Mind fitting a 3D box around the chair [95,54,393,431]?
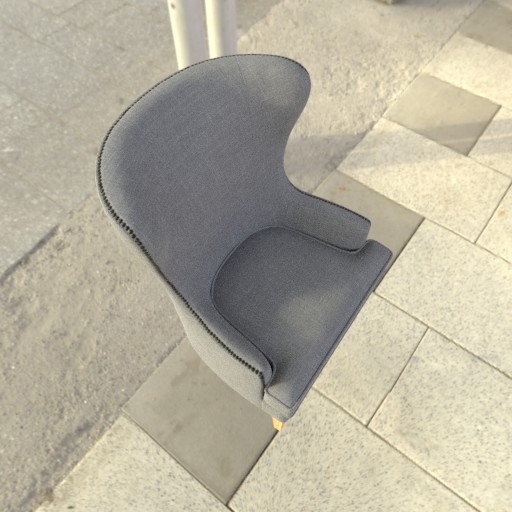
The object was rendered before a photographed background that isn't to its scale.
[{"bbox_3d":[0.000,0.000,1.767,0.883,1.176,0.864,31,63,18],"label":"chair"}]
